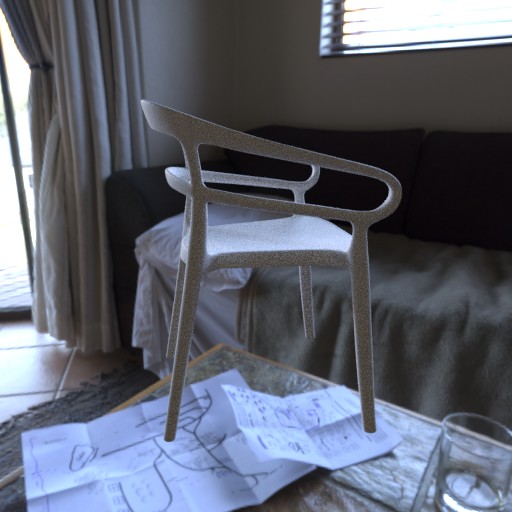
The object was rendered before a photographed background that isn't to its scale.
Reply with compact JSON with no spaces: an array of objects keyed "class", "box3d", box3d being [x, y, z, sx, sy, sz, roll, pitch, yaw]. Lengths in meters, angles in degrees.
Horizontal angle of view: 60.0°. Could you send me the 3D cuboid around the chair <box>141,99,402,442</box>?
[{"class":"chair","box3d":[0.000,0.000,1.154,0.527,0.761,0.559,-3,17,-10]}]
